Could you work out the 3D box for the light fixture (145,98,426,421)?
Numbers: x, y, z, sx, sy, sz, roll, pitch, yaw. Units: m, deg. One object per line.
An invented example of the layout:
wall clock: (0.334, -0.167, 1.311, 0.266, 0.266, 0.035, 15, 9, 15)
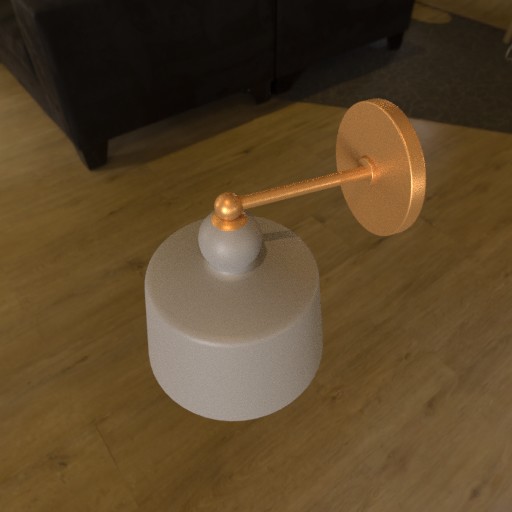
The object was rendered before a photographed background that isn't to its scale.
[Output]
light fixture: (0.000, 0.000, 0.436, 0.254, 0.268, 0.204, -16, 49, -14)
